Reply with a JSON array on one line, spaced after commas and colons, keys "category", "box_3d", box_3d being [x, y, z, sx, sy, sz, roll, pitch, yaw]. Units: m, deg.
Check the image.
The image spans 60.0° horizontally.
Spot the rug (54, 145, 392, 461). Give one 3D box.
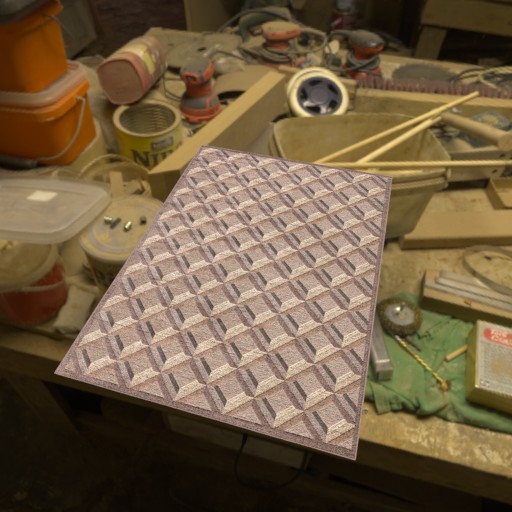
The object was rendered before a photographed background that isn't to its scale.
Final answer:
[{"category": "rug", "box_3d": [0.000, 0.000, 4.340, 2.382, 0.018, 3.294, 12, 49, 11]}]
